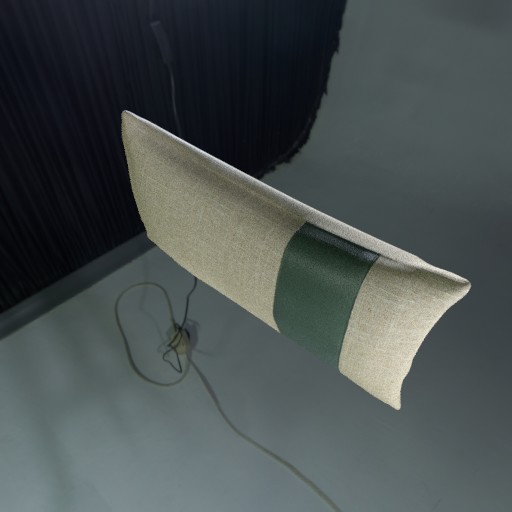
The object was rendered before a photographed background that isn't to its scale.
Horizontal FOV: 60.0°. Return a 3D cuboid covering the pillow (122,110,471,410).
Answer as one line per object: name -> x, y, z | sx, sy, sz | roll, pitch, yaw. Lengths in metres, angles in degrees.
pillow -> 0.000, 0.000, 1.022 | 0.859, 0.429, 0.197 | 31, 53, 27
